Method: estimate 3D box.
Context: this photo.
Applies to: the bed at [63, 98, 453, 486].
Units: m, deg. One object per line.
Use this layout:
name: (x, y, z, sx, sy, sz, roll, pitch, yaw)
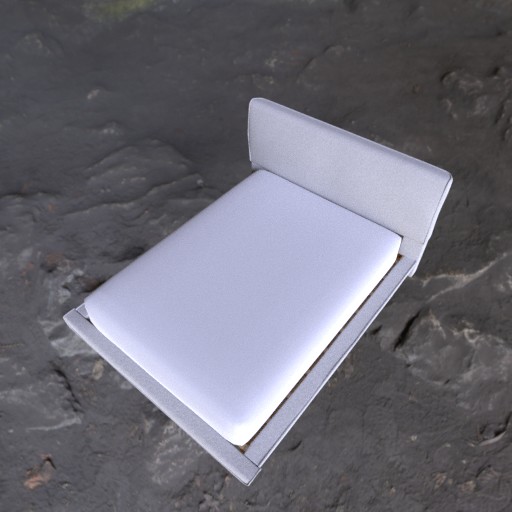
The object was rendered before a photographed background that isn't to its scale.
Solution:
bed: (0.000, 0.000, 3.337, 1.840, 1.067, 2.368, 31, 54, 25)
